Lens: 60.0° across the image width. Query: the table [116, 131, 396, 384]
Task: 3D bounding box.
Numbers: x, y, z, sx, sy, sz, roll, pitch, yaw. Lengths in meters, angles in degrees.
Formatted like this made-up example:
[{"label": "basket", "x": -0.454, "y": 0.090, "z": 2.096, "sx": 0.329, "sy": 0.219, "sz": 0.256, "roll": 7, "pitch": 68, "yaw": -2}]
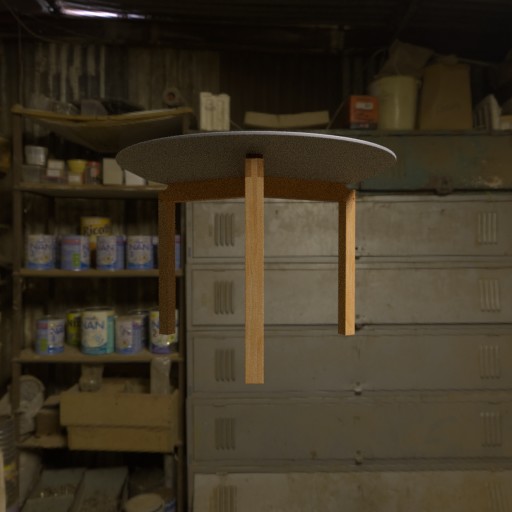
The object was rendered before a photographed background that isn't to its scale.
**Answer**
[{"label": "table", "x": 0.000, "y": 0.000, "z": 0.999, "sx": 0.600, "sy": 0.405, "sz": 0.600, "roll": 0, "pitch": 1, "yaw": 0}]
